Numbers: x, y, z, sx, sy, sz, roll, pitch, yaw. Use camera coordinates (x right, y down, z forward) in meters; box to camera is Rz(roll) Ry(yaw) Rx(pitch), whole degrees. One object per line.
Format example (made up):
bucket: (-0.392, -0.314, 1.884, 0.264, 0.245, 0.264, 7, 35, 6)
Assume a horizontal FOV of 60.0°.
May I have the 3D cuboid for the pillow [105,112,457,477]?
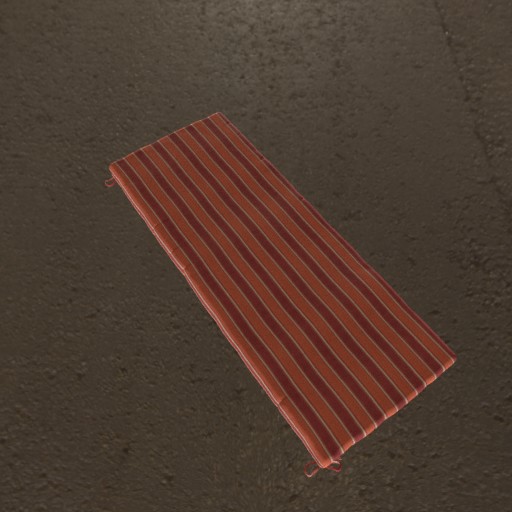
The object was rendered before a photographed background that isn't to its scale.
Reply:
pillow: (0.000, 0.000, 1.342, 0.492, 0.081, 1.187, -31, 64, -17)
